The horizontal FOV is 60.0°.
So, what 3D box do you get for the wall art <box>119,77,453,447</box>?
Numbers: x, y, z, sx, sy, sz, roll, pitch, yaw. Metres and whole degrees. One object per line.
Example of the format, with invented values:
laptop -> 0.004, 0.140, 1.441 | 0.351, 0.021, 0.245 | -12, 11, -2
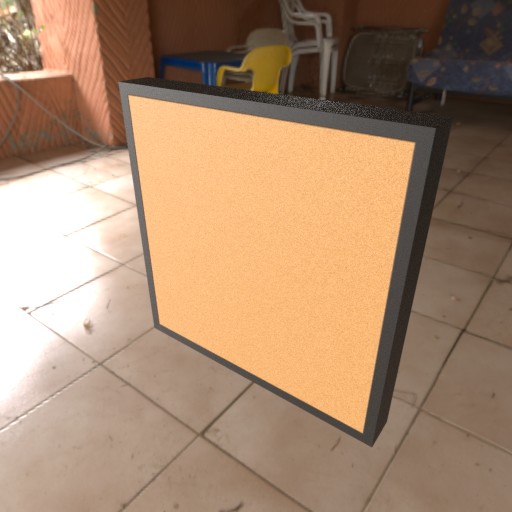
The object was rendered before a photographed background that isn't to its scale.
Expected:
wall art -> 0.000, 0.000, 0.440 | 0.304, 0.304, 0.038 | 20, 36, 31
